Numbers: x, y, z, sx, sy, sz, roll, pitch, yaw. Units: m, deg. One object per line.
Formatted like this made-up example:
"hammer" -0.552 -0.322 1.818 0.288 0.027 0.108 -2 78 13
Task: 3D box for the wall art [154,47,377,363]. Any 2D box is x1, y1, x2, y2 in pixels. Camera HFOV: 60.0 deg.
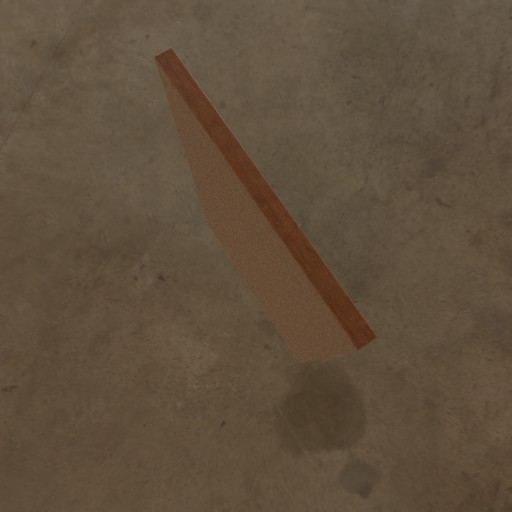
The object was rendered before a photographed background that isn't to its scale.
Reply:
"wall art" 0.000 0.000 1.166 0.037 0.914 0.610 -32 78 -8
